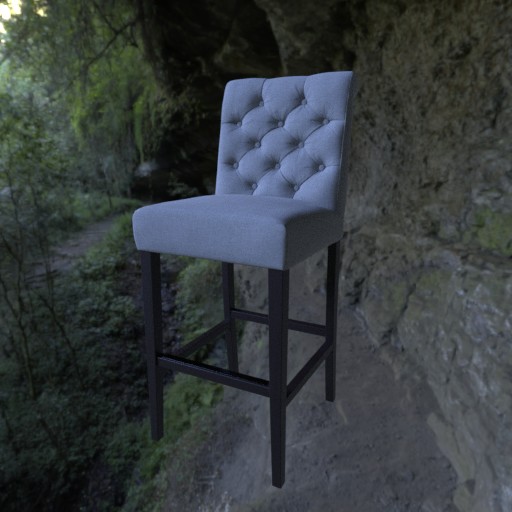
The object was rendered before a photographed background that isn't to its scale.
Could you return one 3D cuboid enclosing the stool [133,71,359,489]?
[{"bbox_3d":[0.000,0.000,1.419,0.493,1.140,0.601,7,16,27],"label":"stool"}]
